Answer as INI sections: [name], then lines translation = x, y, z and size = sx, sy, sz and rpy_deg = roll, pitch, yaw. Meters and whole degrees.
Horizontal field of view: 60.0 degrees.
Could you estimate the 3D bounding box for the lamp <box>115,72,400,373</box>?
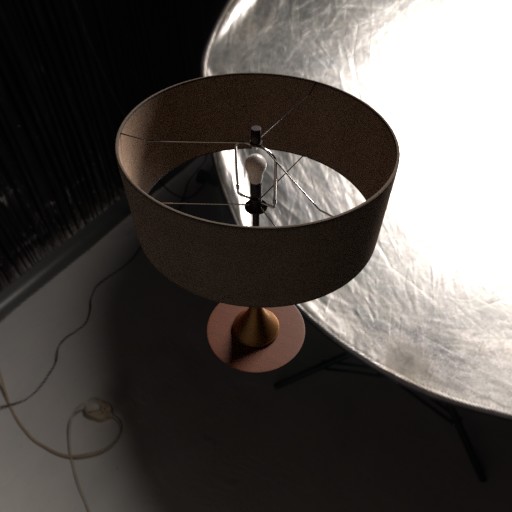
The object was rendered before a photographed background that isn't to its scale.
[lamp]
translation = 0.000, 0.000, 0.848
size = 0.417, 0.551, 0.396
rpy_deg = 24, 52, 20
